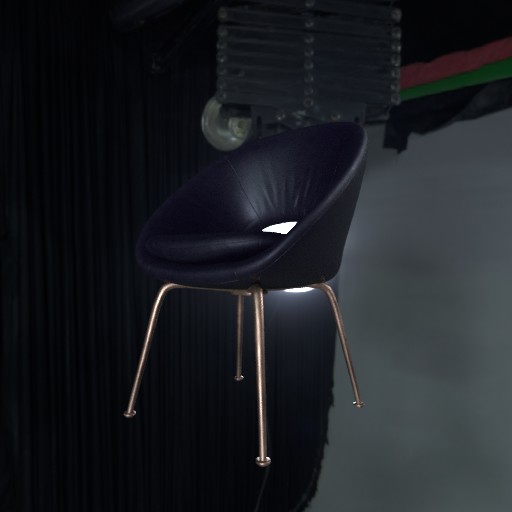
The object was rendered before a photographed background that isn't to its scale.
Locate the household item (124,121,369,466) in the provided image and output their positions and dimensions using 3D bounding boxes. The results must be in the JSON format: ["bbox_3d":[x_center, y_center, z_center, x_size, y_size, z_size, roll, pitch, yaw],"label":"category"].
[{"bbox_3d":[0.000,0.000,1.256,0.623,0.852,0.573,0,0,38],"label":"household item"}]
